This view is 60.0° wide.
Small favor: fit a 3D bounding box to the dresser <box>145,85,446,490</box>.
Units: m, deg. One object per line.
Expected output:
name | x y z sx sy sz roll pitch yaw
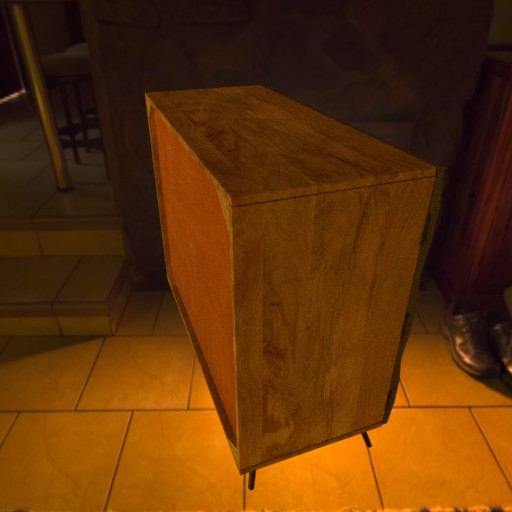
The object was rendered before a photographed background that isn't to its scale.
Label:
dresser | 0.000 0.000 1.399 0.446 0.847 0.967 -11 32 -18
